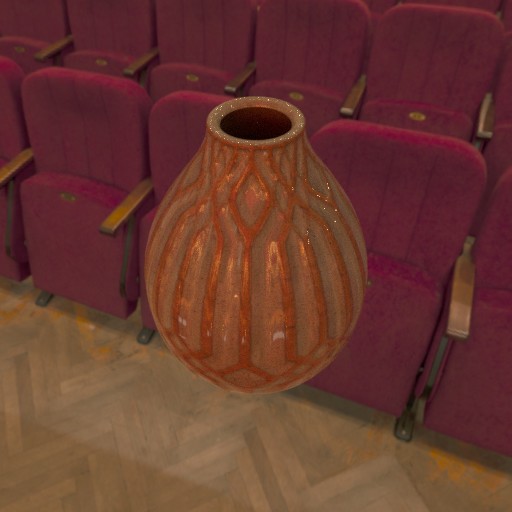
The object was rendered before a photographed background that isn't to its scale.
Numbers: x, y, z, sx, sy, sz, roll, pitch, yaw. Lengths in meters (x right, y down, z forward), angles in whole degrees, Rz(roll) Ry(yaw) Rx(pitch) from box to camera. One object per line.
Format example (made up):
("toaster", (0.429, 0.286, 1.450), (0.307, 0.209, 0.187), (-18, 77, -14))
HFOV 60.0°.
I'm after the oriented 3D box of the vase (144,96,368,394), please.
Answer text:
("vase", (0.000, 0.000, 0.259), (0.131, 0.175, 0.131), (0, 46, 0))
